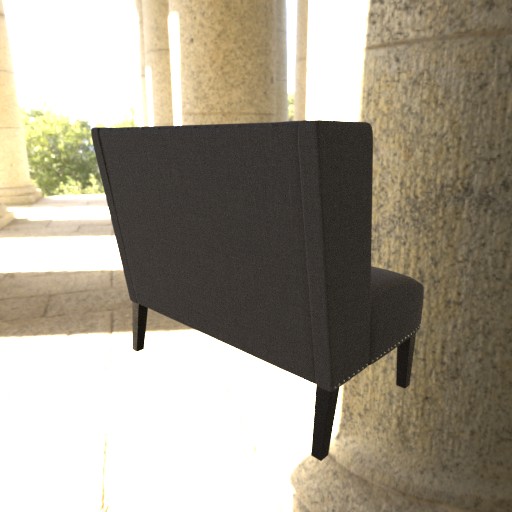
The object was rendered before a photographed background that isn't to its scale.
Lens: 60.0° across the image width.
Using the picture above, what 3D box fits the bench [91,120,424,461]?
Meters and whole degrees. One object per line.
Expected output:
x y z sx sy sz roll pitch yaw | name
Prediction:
0.000 0.000 2.003 1.276 1.121 0.842 14 20 42 | bench
